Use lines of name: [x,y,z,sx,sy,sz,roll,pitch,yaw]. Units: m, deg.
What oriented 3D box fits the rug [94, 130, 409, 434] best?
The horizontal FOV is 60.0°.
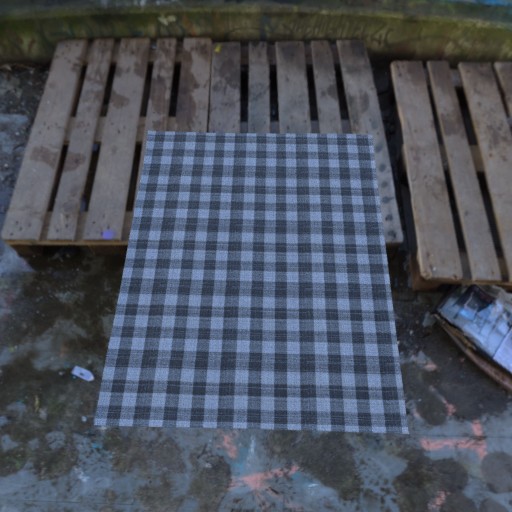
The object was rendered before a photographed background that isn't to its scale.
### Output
rug: [0.000,0.000,4.114,2.432,0.013,3.021,1,63,1]
